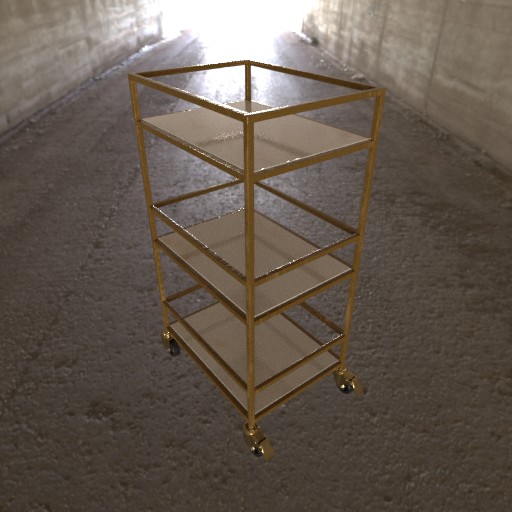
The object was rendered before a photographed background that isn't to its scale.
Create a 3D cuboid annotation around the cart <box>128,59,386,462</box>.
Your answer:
[{"bbox_3d":[0.000,0.000,1.023,0.332,0.761,0.483,-22,39,-31],"label":"cart"}]
